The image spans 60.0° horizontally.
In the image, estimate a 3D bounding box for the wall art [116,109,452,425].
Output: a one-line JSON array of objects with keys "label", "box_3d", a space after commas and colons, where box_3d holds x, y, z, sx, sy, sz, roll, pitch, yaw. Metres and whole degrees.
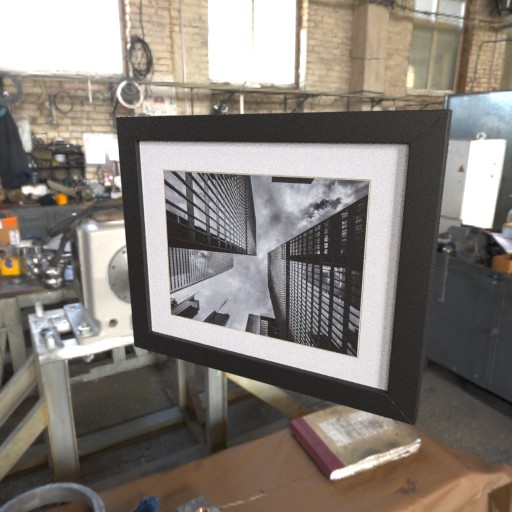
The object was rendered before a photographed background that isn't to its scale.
[{"label": "wall art", "box_3d": [0.000, 0.000, 0.745, 0.558, 0.457, 0.031, 8, 17, 27]}]
